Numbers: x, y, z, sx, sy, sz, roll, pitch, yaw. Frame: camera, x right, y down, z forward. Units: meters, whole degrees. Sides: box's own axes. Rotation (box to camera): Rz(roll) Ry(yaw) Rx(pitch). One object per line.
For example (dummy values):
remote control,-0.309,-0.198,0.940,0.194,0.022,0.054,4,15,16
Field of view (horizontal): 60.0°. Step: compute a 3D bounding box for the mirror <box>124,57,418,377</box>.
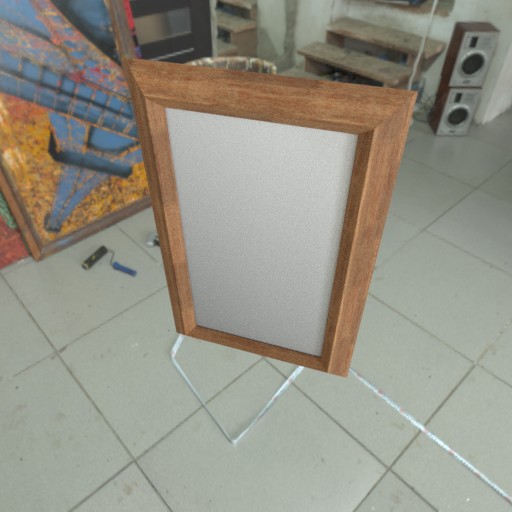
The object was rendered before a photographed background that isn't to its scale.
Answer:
mirror,0.000,0.000,1.264,0.651,1.010,0.047,12,44,13
